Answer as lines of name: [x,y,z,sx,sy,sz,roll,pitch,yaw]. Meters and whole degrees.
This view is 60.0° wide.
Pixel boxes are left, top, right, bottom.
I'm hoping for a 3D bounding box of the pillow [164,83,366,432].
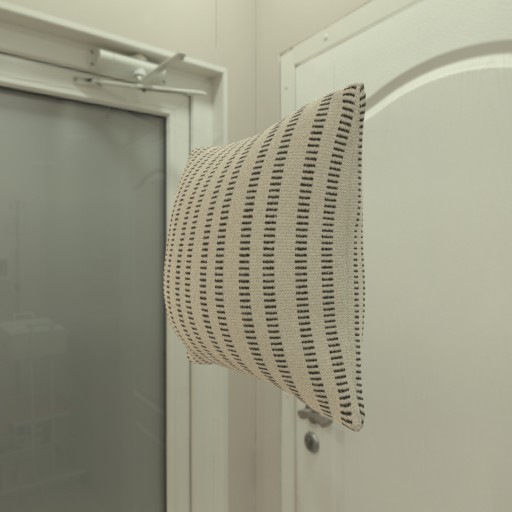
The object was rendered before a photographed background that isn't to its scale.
pillow: [0.000,0.000,0.702,0.247,0.419,0.438,0,0,-35]
